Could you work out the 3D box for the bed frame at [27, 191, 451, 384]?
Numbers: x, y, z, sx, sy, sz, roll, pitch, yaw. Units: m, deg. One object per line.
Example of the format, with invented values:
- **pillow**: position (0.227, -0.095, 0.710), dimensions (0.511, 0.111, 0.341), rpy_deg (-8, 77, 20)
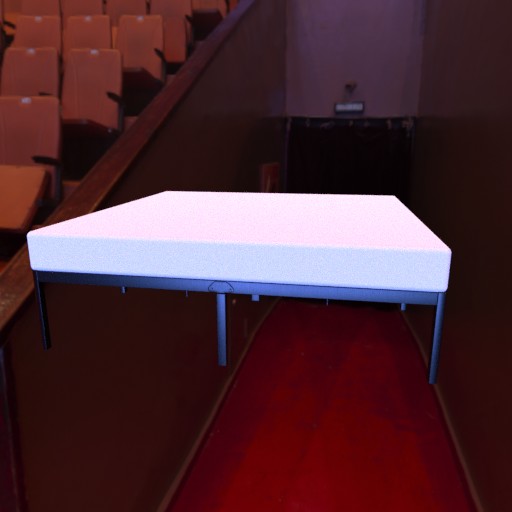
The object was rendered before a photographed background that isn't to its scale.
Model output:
- **bed frame**: position (0.000, 0.000, 3.100), dimensions (2.079, 0.659, 1.963), rpy_deg (3, 15, 10)
